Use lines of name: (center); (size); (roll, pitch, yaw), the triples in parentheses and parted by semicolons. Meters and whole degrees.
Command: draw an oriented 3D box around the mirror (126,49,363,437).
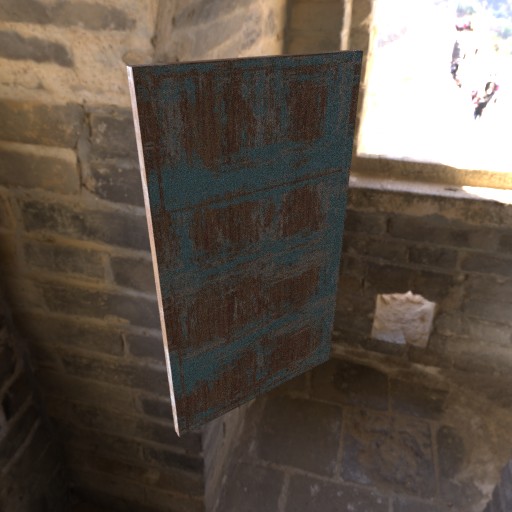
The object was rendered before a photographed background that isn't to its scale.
mirror: (0.000, 0.000, 1.469); (0.707, 1.213, 0.083); (-18, 34, -29)
